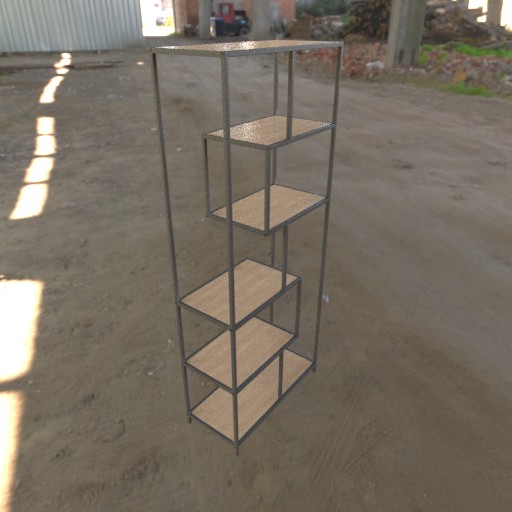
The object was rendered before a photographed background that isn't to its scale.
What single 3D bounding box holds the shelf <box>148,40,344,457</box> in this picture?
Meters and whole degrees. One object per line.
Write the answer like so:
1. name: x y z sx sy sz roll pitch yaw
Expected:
1. shelf: 0.000 0.000 2.145 0.350 1.850 0.770 20 34 32
